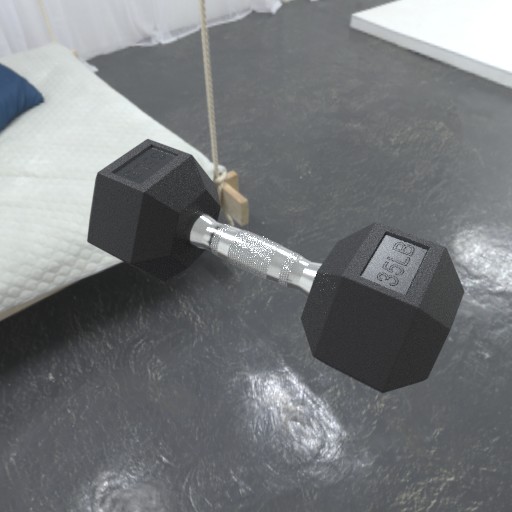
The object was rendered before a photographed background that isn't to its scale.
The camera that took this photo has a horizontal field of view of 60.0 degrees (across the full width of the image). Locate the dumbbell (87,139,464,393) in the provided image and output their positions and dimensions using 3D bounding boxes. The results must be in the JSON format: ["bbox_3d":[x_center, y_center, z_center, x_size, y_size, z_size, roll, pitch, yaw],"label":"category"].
[{"bbox_3d":[0.000,0.000,0.425,0.356,0.123,0.141,24,50,21],"label":"dumbbell"}]
